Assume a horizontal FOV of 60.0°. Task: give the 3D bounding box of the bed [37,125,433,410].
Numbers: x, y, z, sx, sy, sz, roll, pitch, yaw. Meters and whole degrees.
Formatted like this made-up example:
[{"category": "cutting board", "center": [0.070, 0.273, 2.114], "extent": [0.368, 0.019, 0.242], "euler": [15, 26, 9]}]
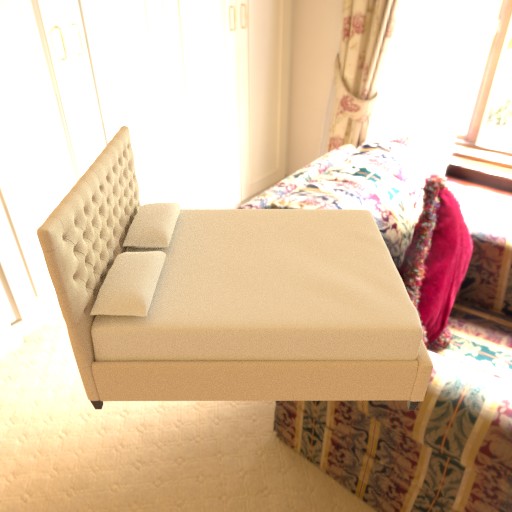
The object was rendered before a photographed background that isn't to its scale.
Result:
[{"category": "bed", "center": [0.000, 0.000, 3.288], "extent": [2.233, 1.426, 1.696], "euler": [0, 34, 0]}]
